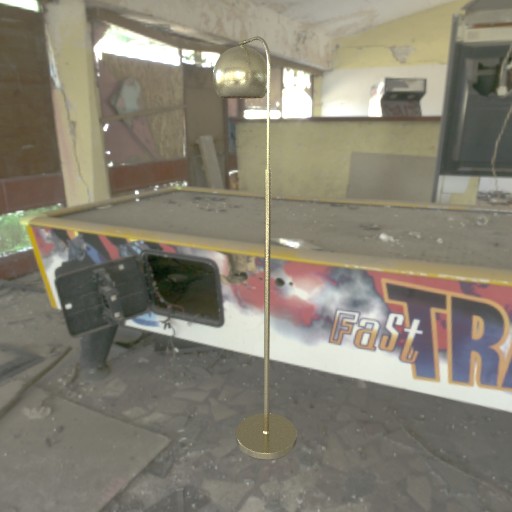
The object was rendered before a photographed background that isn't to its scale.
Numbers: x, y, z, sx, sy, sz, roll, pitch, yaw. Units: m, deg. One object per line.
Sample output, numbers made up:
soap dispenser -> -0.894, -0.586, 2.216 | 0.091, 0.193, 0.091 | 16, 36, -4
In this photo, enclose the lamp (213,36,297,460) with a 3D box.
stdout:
lamp -> 0.000, 0.000, 1.690 | 0.250, 1.526, 0.431 | -8, 18, -26
